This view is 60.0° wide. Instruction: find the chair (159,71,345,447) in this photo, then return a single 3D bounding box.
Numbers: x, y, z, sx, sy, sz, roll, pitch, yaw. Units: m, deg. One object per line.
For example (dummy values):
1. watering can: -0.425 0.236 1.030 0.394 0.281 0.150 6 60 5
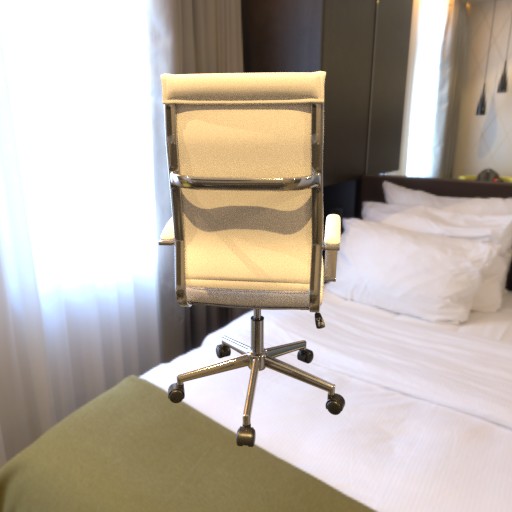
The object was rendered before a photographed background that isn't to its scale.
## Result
1. chair: 0.000 0.000 1.581 0.679 1.149 0.679 2 16 7
